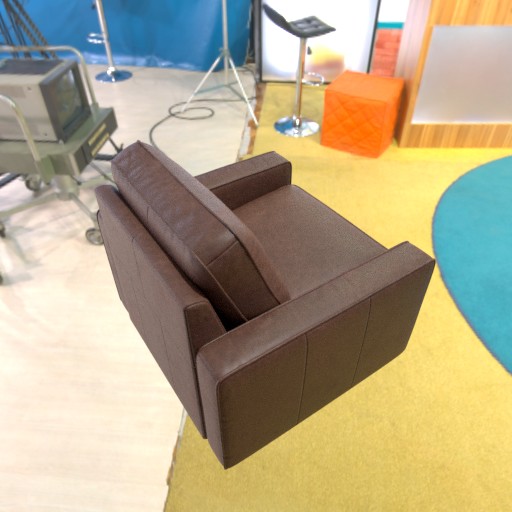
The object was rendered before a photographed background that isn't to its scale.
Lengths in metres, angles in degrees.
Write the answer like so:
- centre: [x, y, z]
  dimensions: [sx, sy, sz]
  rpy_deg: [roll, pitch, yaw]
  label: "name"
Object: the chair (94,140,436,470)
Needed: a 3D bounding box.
- centre: [0.000, 0.000, 1.773]
  dimensions: [0.940, 0.919, 1.017]
  rpy_deg: [-24, 46, -25]
  label: "chair"
